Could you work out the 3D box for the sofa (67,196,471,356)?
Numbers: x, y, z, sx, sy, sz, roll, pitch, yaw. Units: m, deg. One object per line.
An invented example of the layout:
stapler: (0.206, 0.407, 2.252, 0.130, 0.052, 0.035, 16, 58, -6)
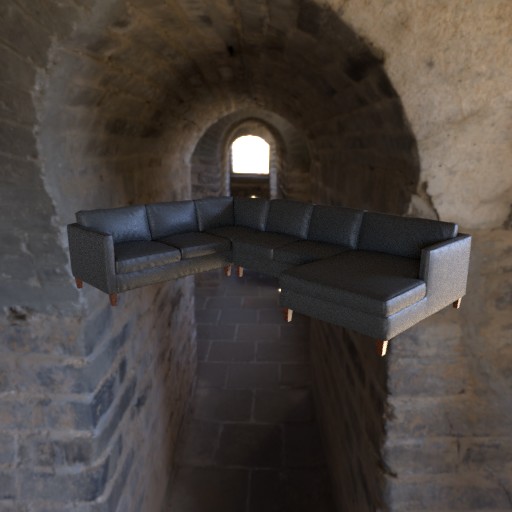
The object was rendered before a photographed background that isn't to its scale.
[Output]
sofa: (0.000, 0.000, 4.672, 2.593, 0.923, 3.460, -14, 19, -43)
